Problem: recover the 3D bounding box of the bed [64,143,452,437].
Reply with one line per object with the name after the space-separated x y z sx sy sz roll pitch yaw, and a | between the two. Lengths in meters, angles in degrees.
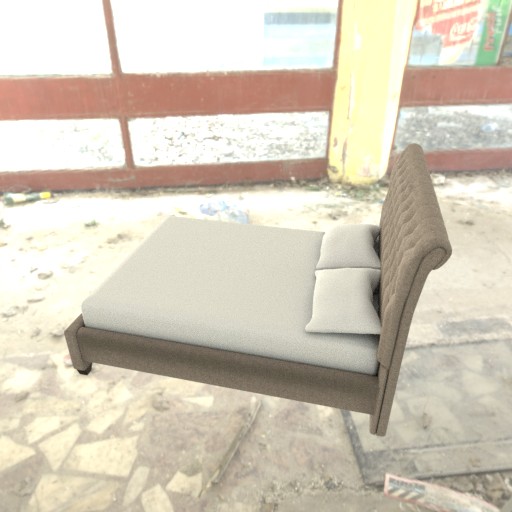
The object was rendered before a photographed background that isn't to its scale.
0.000 0.000 3.265 2.252 1.371 1.645 7 31 12 | bed
